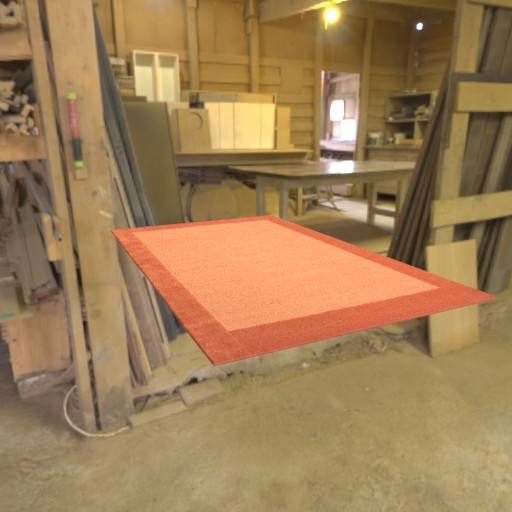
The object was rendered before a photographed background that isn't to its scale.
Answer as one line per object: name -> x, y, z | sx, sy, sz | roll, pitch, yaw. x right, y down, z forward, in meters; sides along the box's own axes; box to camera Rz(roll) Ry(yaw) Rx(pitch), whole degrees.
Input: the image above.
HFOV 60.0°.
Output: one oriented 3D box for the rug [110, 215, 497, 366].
rug -> 0.000, 0.000, 2.971 | 1.524, 0.014, 2.438 | -8, 18, -25
